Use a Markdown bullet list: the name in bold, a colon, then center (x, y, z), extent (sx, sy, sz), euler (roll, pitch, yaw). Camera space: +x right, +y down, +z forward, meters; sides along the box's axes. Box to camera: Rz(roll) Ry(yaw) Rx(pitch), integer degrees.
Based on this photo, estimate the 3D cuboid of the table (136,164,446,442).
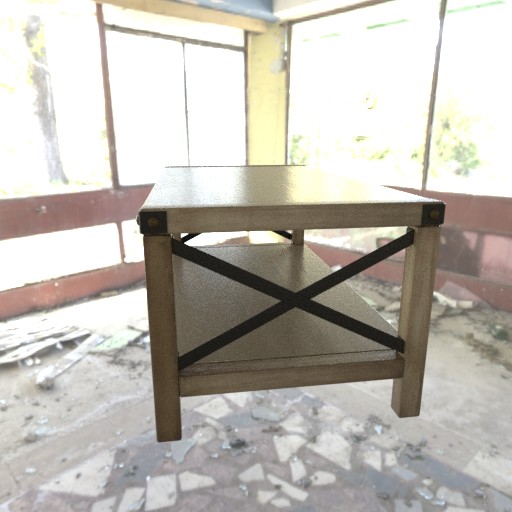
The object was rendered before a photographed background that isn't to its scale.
- **table**: center (0.000, 0.000, 1.301), extent (0.559, 0.456, 1.016), euler (-2, 16, -9)
